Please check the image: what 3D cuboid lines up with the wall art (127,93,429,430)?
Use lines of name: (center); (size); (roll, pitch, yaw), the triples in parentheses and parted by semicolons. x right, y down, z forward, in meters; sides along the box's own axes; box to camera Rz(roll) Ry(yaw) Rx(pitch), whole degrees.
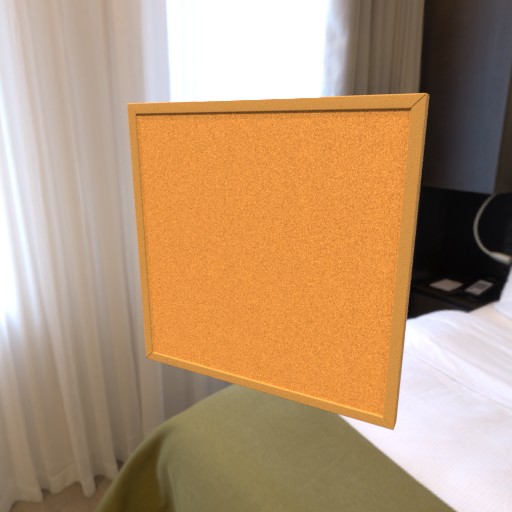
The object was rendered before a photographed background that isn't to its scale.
wall art: (0.000, 0.000, 1.142); (0.761, 0.761, 0.037); (8, 18, 26)
